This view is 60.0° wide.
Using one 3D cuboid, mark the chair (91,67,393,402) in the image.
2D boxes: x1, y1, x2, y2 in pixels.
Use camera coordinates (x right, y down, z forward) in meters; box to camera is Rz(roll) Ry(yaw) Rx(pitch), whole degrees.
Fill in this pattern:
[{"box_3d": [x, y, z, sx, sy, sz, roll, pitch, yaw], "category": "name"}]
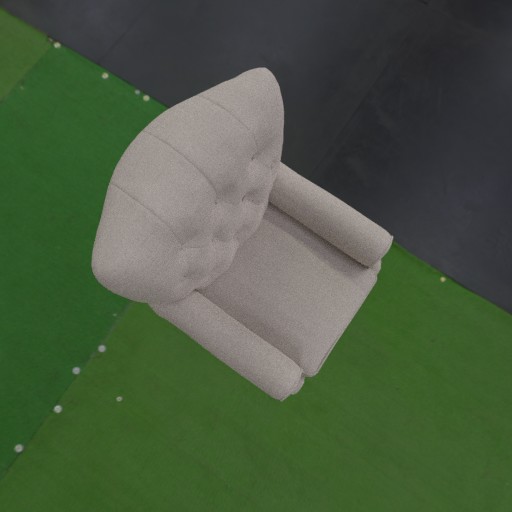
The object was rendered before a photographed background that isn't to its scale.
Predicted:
[{"box_3d": [0.000, 0.000, 1.967, 1.025, 1.209, 0.942, 35, 79, 8], "category": "chair"}]
